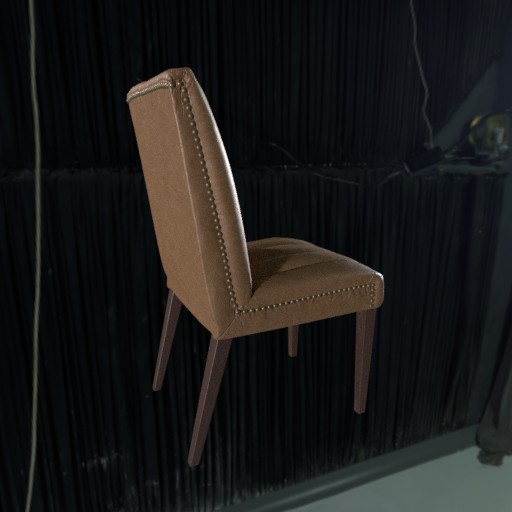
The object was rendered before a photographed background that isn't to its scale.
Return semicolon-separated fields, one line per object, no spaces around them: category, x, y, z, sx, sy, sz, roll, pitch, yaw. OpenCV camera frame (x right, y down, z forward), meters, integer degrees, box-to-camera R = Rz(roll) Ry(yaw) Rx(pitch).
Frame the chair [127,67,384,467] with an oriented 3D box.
chair;0.000;0.000;1.393;0.647;1.016;0.511;-7;16;-25
